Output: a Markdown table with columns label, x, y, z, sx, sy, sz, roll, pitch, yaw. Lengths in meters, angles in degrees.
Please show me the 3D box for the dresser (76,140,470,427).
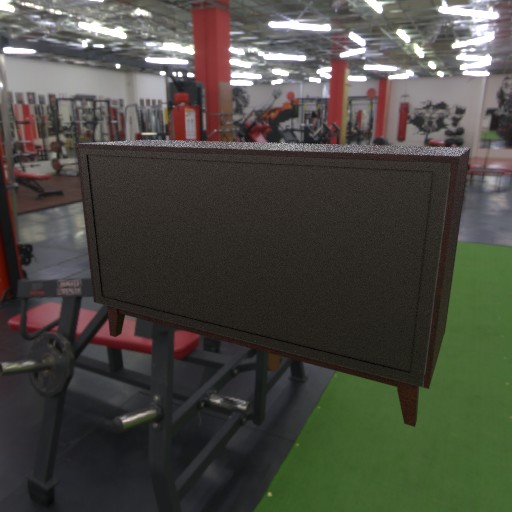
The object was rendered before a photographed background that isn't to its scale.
| label | x | y | z | sx | sy | sz | roll | pitch | yaw |
| --- | --- | --- | --- | --- | --- | --- | --- | --- | --- |
| dresser | 0.000 | 0.000 | 2.005 | 1.609 | 0.971 | 0.499 | 9 | 19 | 27 |
